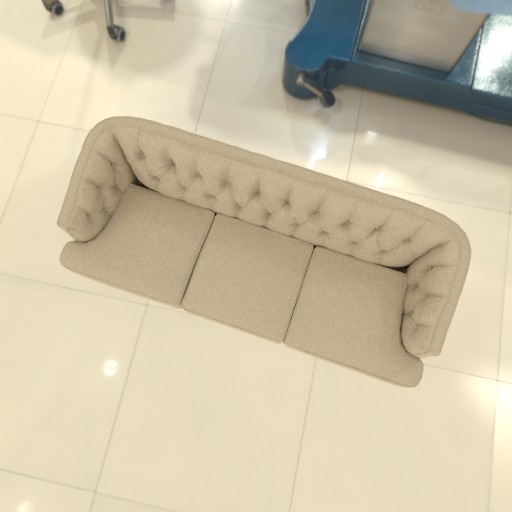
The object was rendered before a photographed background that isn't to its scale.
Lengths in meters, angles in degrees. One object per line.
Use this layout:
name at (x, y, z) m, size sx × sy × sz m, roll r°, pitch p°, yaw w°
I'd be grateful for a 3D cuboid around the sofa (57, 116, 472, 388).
sofa at (0.000, 0.000, 2.757) m, size 2.278 × 0.855 × 0.941 m, roll 18°, pitch 76°, yaw 5°
